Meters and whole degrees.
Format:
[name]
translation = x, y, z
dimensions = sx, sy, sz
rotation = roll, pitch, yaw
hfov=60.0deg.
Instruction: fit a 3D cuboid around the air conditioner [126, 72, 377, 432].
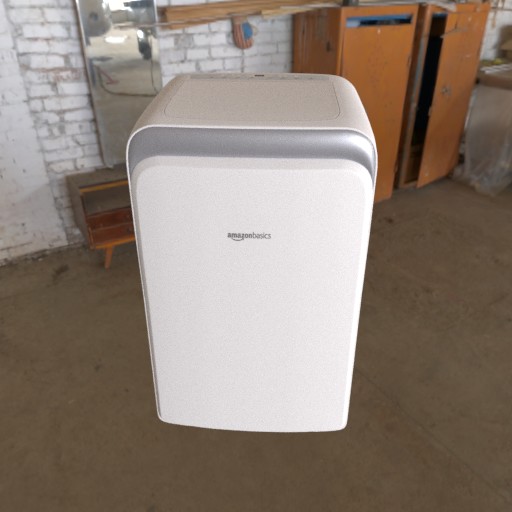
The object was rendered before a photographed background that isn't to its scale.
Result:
[air conditioner]
translation = 0.000, 0.000, 1.055
dimensions = 0.478, 0.765, 0.467
rotation = 2, 32, 3
